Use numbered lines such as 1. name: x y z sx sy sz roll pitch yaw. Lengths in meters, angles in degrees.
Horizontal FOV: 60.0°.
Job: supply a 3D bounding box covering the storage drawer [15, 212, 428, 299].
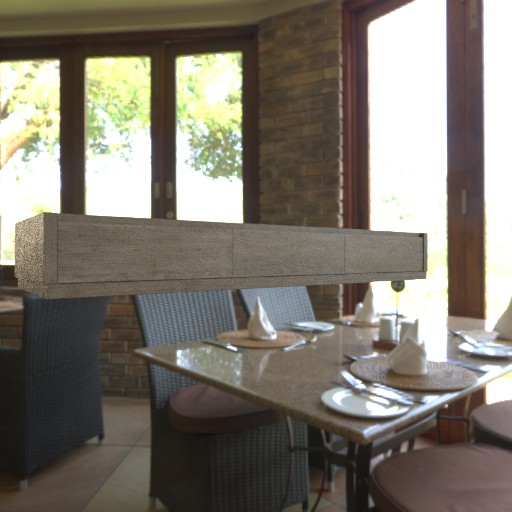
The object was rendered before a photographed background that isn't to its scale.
1. storage drawer: 0.000 0.000 2.230 2.072 0.274 0.591 0 0 -36
